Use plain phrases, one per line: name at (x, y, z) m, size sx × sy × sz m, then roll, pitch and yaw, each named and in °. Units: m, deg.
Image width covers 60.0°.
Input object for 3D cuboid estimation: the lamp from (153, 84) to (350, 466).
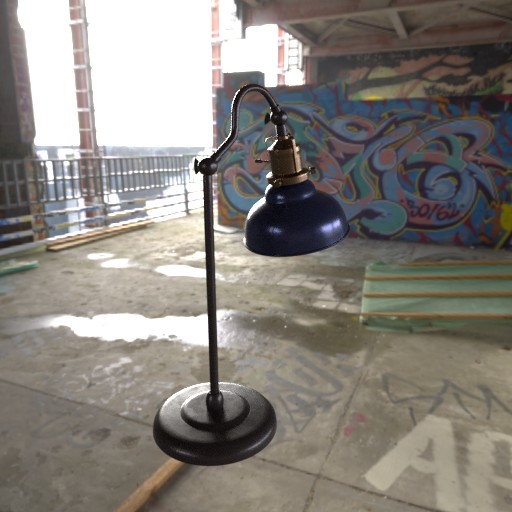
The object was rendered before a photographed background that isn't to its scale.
lamp at (0.000, 0.000, 0.697) m, size 0.192 × 0.508 × 0.374 m, roll 13°, pitch 19°, yaw 42°
